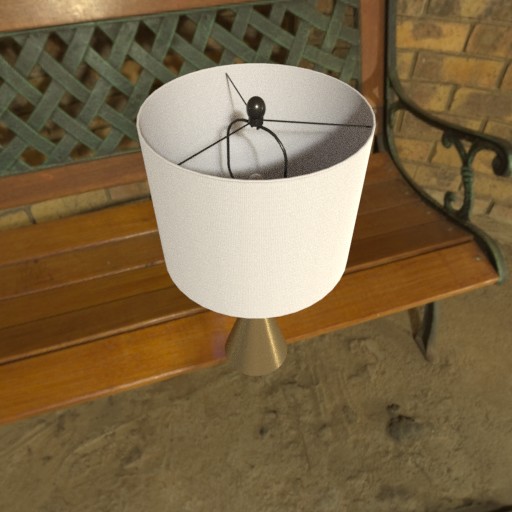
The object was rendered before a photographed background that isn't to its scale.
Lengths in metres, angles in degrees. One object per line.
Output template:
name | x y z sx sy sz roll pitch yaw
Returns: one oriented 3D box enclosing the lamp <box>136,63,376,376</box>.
lamp | 0.000 0.000 0.764 0.304 0.573 0.304 31 53 27
